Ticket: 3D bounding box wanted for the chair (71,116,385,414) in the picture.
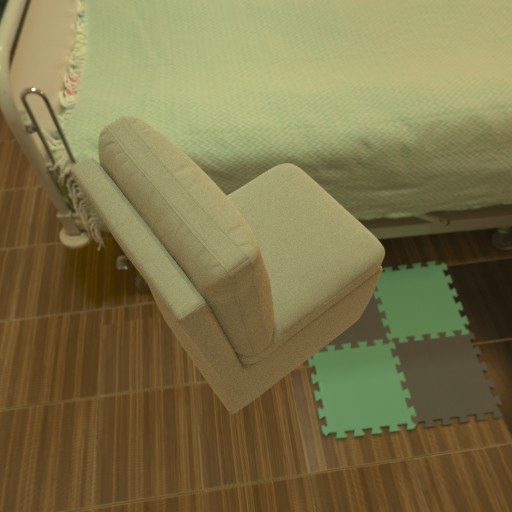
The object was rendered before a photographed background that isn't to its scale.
[{"bbox_3d":[0.000,0.000,1.325,0.698,0.927,0.503,-32,62,-19],"label":"chair"}]
